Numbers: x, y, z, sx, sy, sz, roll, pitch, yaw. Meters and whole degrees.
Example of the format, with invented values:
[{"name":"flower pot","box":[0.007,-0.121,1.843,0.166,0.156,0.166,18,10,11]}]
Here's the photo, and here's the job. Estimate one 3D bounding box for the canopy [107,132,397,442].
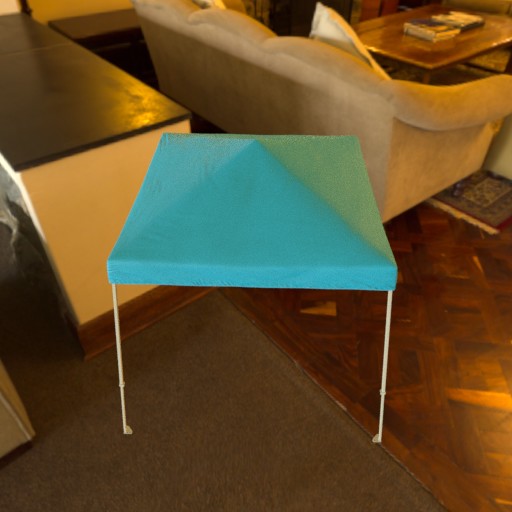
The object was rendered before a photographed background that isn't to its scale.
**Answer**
[{"name":"canopy","box":[0.000,0.000,5.041,2.849,2.850,2.850,1,41,1]}]
